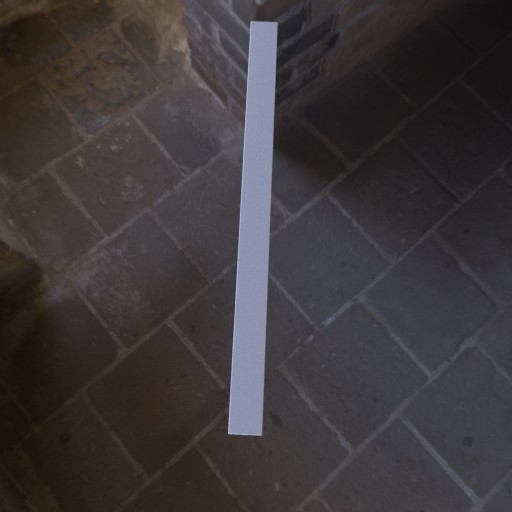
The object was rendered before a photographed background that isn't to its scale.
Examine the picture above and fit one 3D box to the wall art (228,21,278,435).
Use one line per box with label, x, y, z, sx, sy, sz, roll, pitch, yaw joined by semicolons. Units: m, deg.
wall art;0.000;0.000;0.766;0.035;0.507;0.508;2;76;1
